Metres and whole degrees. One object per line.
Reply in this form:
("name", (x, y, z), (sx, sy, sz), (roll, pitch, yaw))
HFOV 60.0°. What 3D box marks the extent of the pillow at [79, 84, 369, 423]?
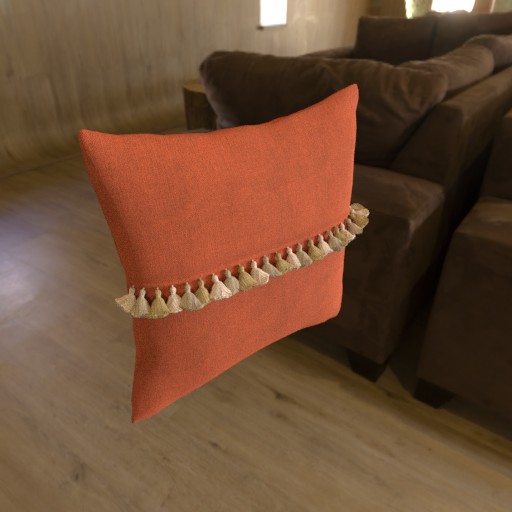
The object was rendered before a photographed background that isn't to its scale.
("pillow", (0.000, 0.000, 0.724), (0.490, 0.482, 0.165), (-22, 37, -32))
